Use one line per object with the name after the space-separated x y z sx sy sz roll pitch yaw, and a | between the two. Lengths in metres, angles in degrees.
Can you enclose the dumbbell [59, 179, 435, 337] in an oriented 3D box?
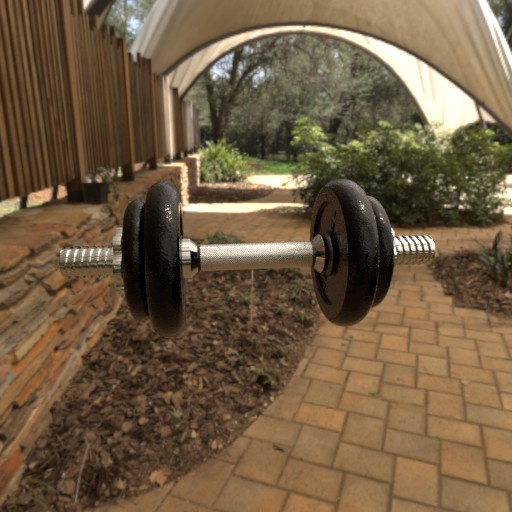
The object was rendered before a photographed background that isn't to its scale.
0.000 0.000 0.597 0.497 0.202 0.202 -2 16 -7 | dumbbell
